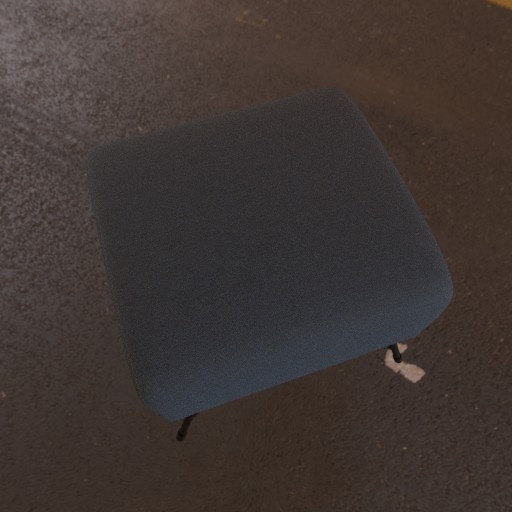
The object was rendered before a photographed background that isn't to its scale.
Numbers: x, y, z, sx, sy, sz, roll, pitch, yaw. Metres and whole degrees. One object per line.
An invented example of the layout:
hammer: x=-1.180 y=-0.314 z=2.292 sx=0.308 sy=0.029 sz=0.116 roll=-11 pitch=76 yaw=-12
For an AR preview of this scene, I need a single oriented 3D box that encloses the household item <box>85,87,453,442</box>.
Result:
household item: x=0.000 y=0.000 z=0.893 sx=0.530 sy=0.420 sz=0.530 roll=-17 pitch=65 yaw=-8
